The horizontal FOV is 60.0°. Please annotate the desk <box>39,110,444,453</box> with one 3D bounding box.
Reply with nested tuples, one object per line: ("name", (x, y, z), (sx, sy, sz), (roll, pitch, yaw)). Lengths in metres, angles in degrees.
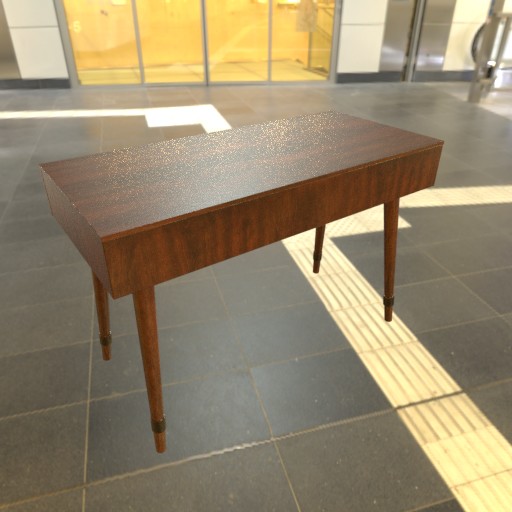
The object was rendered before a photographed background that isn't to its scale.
("desk", (0.000, 0.000, 2.141), (1.577, 1.031, 0.734), (-20, 36, -30))
